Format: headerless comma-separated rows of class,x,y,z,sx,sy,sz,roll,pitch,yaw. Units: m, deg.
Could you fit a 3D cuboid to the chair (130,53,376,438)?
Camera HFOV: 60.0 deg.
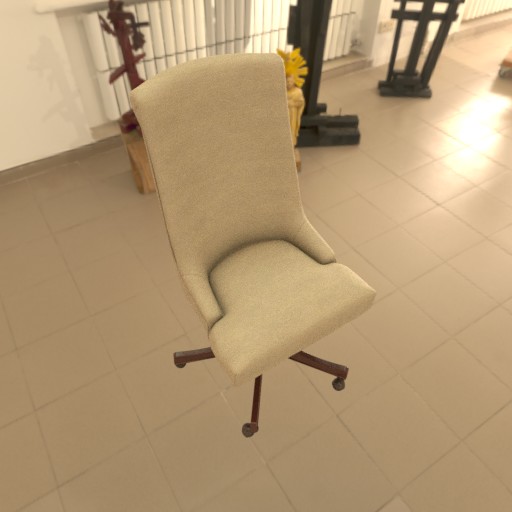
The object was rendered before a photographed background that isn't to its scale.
chair,0.000,0.000,1.406,0.645,1.010,0.696,-25,51,-22
